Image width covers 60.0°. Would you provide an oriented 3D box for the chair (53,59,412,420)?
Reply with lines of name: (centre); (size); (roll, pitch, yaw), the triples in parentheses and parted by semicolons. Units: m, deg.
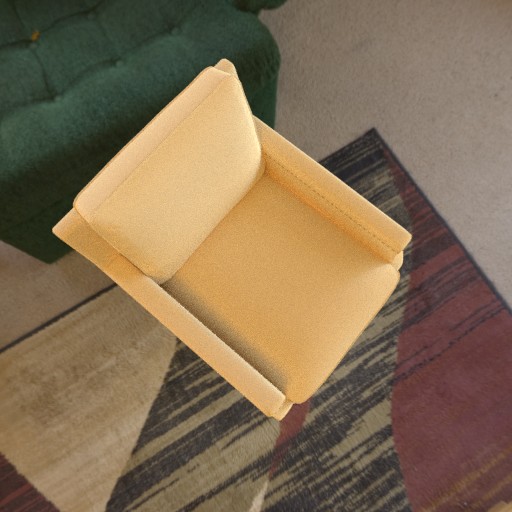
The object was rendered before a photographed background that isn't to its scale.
chair: (0.000, 0.000, 1.733); (1.014, 0.943, 0.853); (39, 79, 9)
